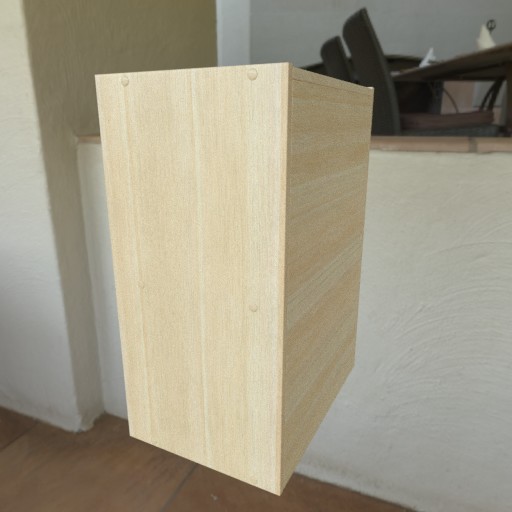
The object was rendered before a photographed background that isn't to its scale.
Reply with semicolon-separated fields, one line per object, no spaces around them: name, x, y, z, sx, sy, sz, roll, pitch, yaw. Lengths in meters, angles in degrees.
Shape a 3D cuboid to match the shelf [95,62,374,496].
shelf;0.000;0.000;0.808;0.290;0.592;0.414;8;19;26
